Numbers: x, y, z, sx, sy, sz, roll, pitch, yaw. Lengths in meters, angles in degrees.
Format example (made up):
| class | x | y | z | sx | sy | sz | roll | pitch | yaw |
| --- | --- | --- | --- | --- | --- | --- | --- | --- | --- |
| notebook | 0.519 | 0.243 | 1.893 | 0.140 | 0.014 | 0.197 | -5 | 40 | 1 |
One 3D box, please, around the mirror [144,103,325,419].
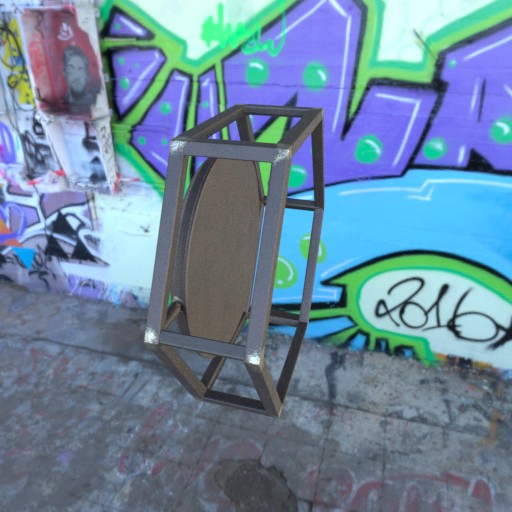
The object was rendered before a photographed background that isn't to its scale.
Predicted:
| class | x | y | z | sx | sy | sz | roll | pitch | yaw |
| --- | --- | --- | --- | --- | --- | --- | --- | --- | --- |
| mirror | 0.000 | 0.000 | 0.561 | 0.119 | 0.334 | 0.380 | 8 | 30 | 14 |
